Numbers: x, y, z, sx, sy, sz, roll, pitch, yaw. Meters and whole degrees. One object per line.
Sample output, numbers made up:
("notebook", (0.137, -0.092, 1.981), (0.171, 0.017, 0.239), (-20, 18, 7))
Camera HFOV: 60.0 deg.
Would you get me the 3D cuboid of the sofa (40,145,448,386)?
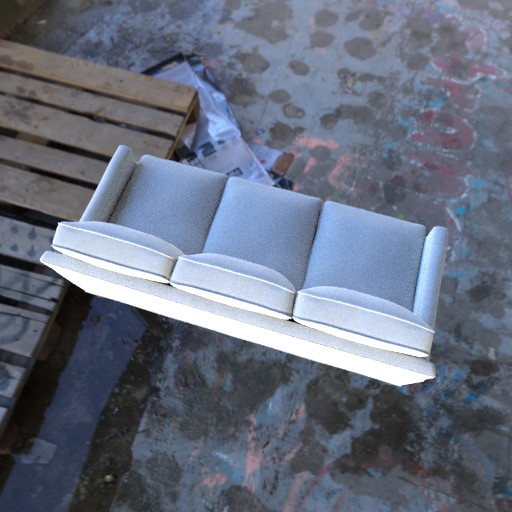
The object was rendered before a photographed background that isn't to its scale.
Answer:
("sofa", (0.000, 0.000, 2.821), (2.246, 1.003, 1.084), (15, 66, 7))
